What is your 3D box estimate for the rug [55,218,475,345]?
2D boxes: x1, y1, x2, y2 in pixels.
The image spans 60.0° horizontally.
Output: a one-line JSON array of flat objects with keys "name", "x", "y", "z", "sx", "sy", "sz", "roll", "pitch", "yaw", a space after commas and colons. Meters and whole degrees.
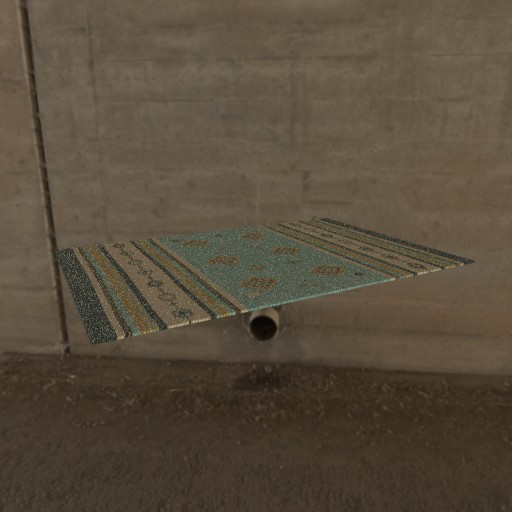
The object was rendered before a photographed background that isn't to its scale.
[{"name": "rug", "x": 0.000, "y": 0.000, "z": 2.290, "sx": 1.811, "sy": 0.010, "sz": 1.212, "roll": -9, "pitch": 18, "yaw": -27}]
